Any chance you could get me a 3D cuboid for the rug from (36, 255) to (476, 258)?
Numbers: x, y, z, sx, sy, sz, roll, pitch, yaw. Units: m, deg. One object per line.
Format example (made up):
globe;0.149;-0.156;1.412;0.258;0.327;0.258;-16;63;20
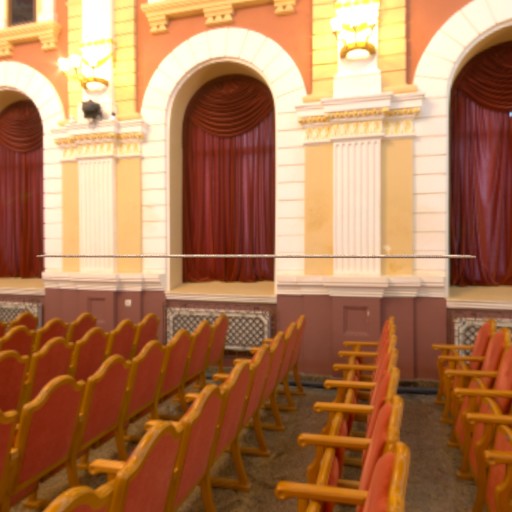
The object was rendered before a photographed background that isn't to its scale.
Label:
rug;0.000;0.000;1.463;1.219;0.007;0.604;0;0;17
